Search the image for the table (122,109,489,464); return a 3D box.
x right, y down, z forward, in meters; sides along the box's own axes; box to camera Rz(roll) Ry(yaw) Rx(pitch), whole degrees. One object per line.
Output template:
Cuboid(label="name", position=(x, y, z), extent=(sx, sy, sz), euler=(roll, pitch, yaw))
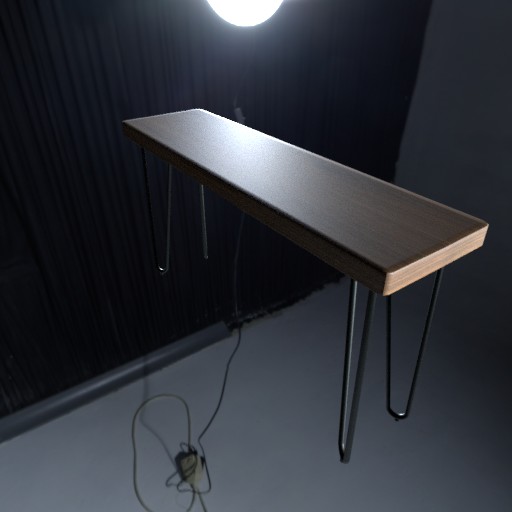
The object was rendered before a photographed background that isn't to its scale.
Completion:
Cuboid(label="table", position=(0.000, 0.000, 1.835), extent=(0.425, 0.834, 1.570), euler=(-21, 37, -30))
